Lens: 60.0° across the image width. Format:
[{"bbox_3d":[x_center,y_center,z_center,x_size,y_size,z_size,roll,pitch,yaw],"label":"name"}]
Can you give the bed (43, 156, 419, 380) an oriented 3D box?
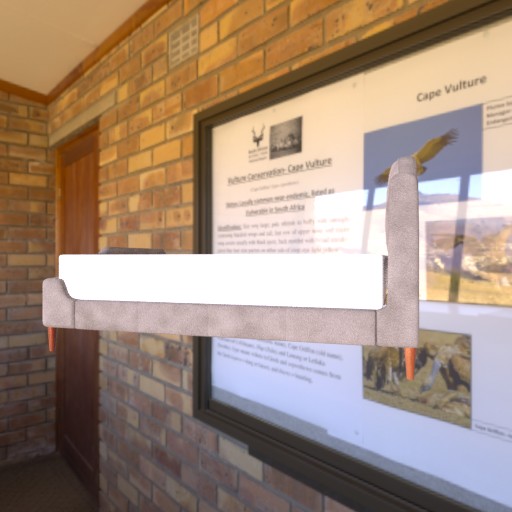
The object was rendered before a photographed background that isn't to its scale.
[{"bbox_3d":[0.000,0.000,3.521,2.340,1.245,2.074,0,0,18],"label":"bed"}]
